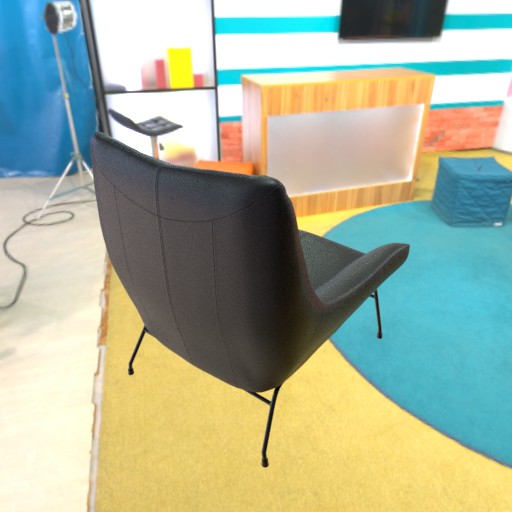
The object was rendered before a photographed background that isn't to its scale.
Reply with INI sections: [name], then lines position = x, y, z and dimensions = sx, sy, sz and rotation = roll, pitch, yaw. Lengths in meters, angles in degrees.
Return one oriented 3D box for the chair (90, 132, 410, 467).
[chair]
position = 0.000, 0.000, 1.569
dimensions = 0.836, 0.922, 0.826
rotation = 21, 36, 31
